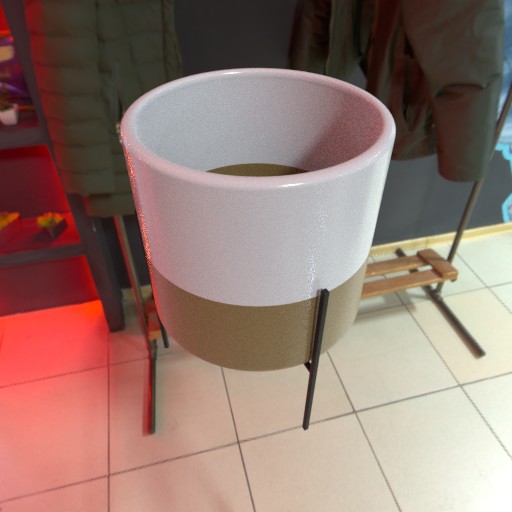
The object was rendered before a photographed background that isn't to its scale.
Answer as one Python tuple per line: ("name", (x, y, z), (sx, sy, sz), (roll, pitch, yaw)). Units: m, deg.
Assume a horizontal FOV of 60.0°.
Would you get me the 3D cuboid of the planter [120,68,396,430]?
("planter", (0.000, 0.000, 0.636), (0.310, 0.432, 0.310), (12, 43, 14))
